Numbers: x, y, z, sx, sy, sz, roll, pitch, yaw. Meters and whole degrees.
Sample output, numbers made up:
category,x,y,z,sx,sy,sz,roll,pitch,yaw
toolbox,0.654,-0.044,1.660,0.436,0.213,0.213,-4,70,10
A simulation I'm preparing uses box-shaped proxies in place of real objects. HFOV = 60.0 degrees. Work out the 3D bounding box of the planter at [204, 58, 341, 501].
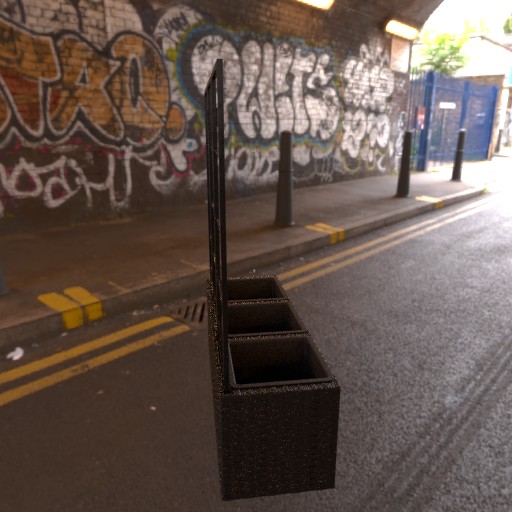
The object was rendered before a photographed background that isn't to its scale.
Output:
category,x,y,z,sx,sy,sz,roll,pitch,yaw
planter,0.000,0.000,1.139,0.244,0.841,0.698,-2,16,-8
